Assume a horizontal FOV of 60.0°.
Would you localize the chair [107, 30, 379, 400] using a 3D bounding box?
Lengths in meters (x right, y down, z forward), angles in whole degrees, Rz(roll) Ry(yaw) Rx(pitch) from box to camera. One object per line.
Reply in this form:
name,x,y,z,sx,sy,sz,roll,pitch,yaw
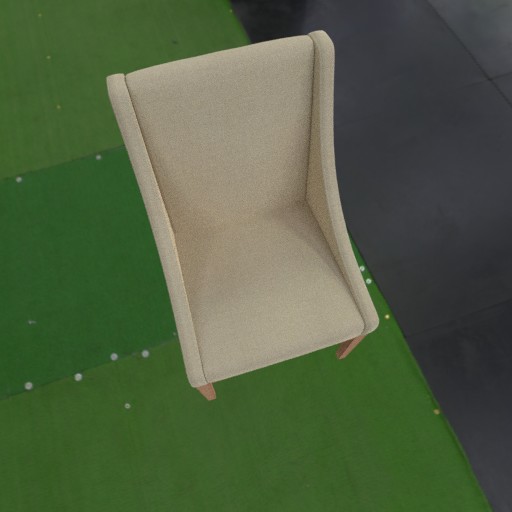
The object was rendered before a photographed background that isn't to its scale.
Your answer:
chair,0.000,0.000,1.352,0.575,1.021,0.611,-16,65,-7
